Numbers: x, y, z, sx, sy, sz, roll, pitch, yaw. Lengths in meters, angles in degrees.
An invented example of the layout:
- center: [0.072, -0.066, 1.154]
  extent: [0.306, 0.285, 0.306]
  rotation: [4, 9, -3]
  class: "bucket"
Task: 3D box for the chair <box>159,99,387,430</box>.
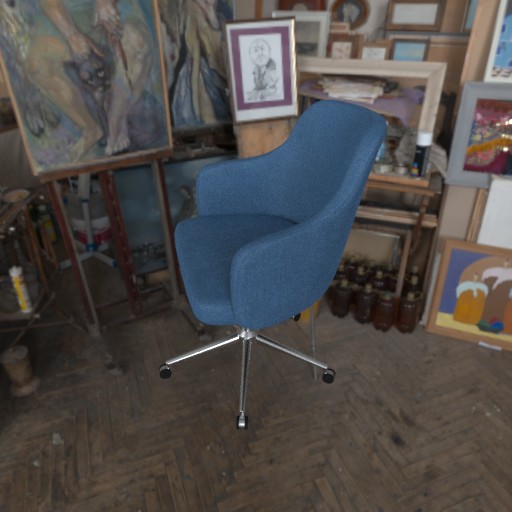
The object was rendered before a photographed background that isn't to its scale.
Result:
- center: [0.000, 0.000, 1.324]
  extent: [0.655, 0.820, 0.599]
  rotation: [-8, 32, -13]
  class: "chair"
